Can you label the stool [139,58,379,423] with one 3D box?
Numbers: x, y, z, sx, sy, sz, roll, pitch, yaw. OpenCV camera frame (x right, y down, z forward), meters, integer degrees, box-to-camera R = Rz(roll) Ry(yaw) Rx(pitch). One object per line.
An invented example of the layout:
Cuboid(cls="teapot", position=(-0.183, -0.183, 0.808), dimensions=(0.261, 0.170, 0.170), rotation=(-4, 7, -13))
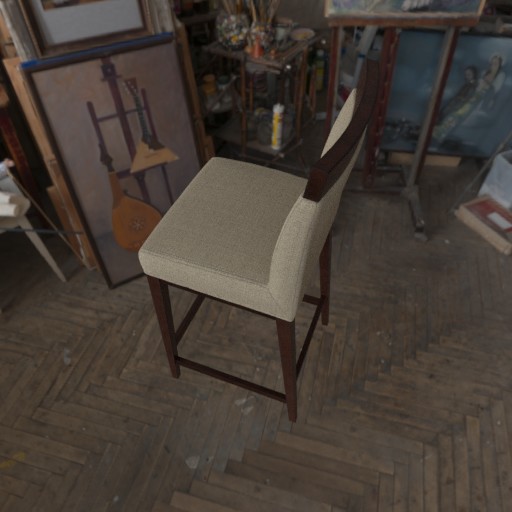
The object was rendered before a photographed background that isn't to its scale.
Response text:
Cuboid(cls="stool", position=(0.000, 0.000, 1.279), dimensions=(0.480, 1.011, 0.463), rotation=(16, 49, 14))
